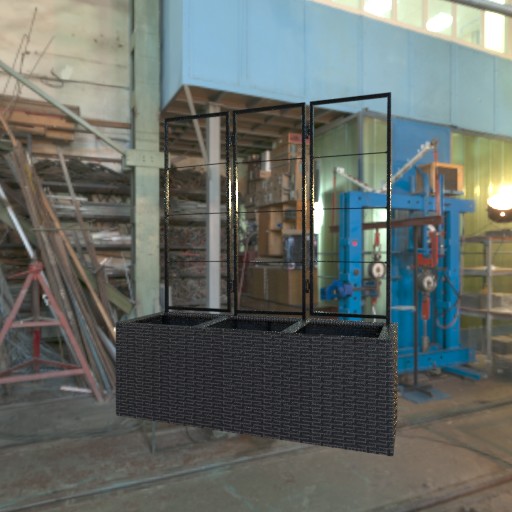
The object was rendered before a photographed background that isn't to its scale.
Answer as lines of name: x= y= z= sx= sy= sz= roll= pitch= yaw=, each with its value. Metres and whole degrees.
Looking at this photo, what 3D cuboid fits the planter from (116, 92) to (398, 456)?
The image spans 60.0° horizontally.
planter: x=0.000 y=0.000 z=1.157 sx=0.699 sy=0.841 sz=0.244 roll=0 pitch=0 yaw=20
